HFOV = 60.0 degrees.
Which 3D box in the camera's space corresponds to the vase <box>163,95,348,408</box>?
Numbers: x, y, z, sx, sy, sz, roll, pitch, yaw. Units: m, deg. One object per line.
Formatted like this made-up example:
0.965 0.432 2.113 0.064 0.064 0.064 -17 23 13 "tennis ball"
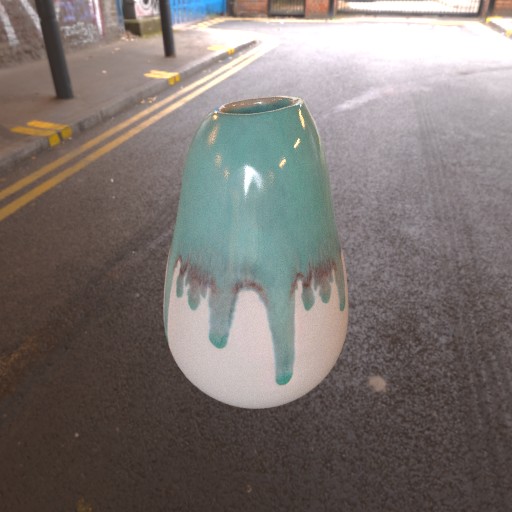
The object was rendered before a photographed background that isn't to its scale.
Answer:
0.000 0.000 0.262 0.116 0.179 0.116 0 32 0 "vase"
